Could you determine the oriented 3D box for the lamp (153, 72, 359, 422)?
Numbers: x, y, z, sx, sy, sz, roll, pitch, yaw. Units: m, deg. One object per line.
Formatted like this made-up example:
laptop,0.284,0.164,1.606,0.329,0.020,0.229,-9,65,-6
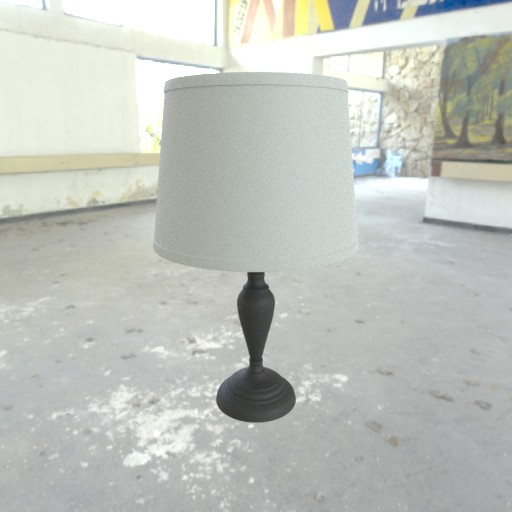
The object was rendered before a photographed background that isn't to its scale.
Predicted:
lamp,0.000,0.000,0.689,0.310,0.501,0.310,0,15,0
